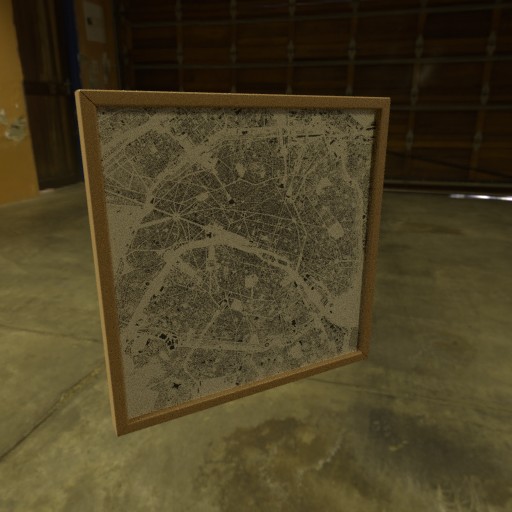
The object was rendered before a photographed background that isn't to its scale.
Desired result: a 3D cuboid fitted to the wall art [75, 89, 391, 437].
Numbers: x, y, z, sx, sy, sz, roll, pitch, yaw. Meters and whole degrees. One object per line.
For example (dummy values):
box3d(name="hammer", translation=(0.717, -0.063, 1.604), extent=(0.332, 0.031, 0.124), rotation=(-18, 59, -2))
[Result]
box3d(name="wall art", translation=(0.000, 0.000, 0.745), extent=(0.509, 0.509, 0.036), rotation=(-9, 19, -26))
